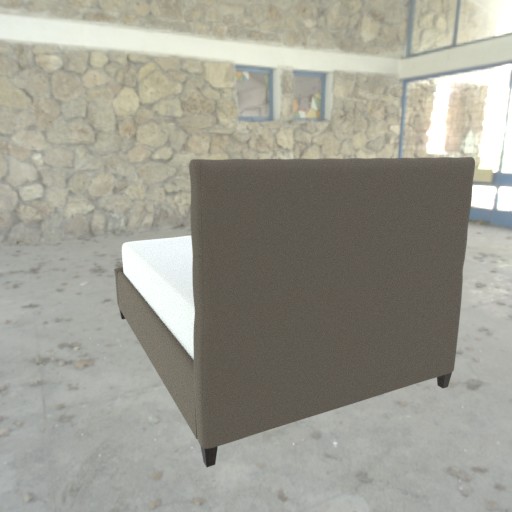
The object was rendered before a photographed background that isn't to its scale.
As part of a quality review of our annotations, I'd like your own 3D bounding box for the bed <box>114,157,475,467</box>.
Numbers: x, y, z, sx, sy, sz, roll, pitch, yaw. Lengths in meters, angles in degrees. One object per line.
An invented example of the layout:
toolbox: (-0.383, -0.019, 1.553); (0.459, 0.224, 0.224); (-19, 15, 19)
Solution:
bed: (0.000, 0.000, 3.239); (1.696, 1.426, 2.233); (-7, 15, -26)
